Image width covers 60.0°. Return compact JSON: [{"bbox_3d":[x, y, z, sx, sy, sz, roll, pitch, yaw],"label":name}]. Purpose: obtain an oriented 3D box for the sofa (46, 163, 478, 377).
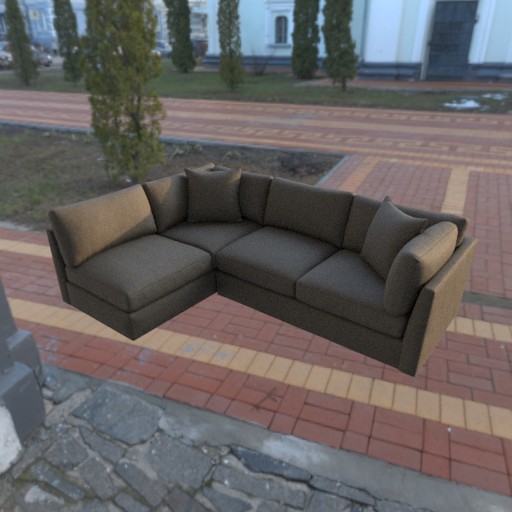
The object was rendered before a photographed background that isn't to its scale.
[{"bbox_3d":[0.000,0.000,3.658,2.896,0.978,1.994,18,31,33],"label":"sofa"}]
